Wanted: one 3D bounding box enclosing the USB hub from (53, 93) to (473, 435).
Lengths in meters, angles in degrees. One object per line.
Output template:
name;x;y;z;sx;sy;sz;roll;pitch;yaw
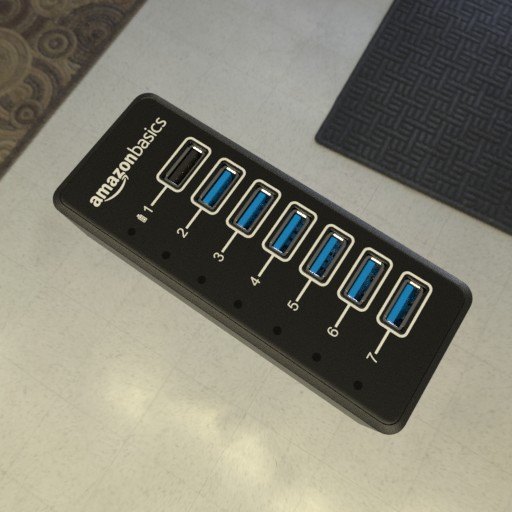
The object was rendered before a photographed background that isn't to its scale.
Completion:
USB hub;0.000;0.000;0.128;0.110;0.023;0.044;33;77;9
